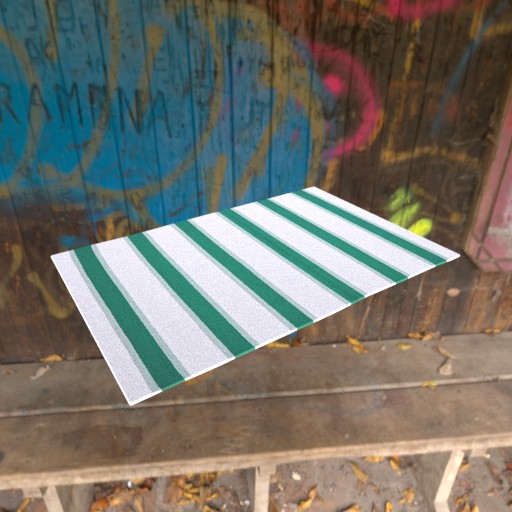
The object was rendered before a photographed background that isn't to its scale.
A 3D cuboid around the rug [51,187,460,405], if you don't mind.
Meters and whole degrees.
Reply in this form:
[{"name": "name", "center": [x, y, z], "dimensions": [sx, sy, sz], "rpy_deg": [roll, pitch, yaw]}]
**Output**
[{"name": "rug", "center": [0.000, 0.000, 2.372], "dimensions": [1.829, 0.012, 1.210], "rpy_deg": [-18, 35, -29]}]
